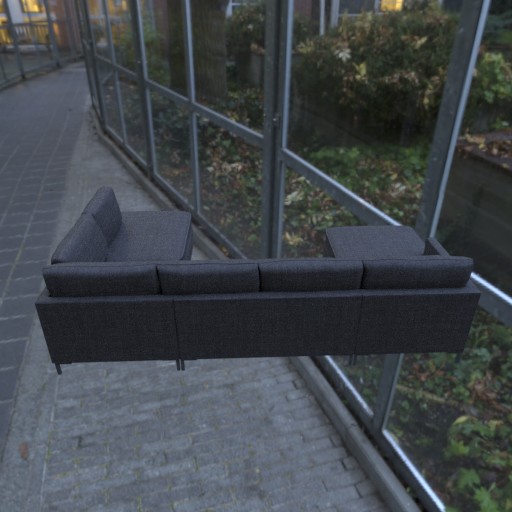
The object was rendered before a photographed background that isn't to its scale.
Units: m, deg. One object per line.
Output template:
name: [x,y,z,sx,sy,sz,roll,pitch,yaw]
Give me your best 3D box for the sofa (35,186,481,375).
sofa: [0.000,0.000,4.303,3.423,0.999,2.048,-1,30,-2]
